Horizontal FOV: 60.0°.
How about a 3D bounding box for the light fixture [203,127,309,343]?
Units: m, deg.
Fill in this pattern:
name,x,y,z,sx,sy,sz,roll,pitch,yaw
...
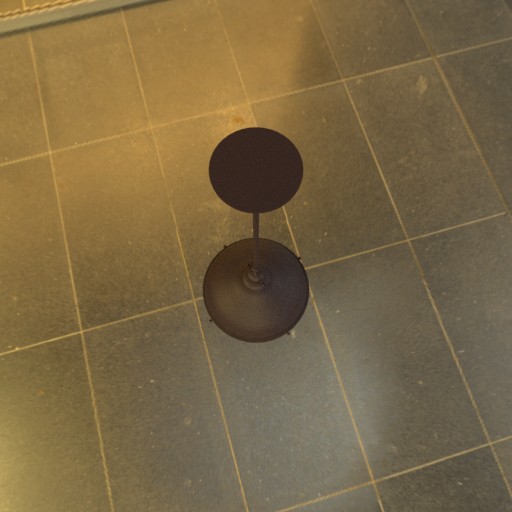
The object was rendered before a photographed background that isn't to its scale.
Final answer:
name,x,y,z,sx,sy,sz,roll,pitch,yaw
light fixture,0.000,0.000,1.016,0.341,0.849,0.341,-35,77,-9
